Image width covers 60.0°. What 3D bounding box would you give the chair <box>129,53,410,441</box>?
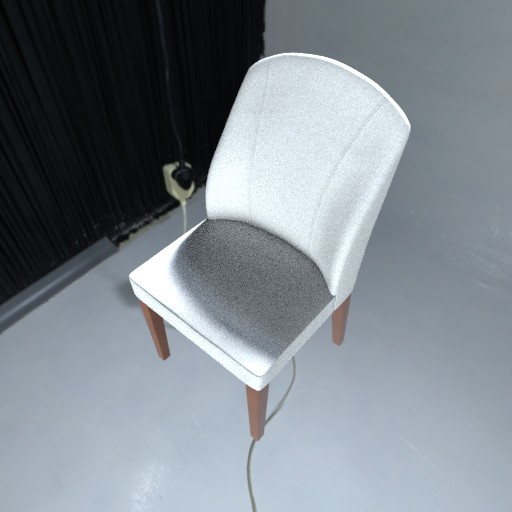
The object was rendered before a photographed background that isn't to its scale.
[{"bbox_3d":[0.000,0.000,1.203,0.472,0.893,0.540,32,54,27],"label":"chair"}]
